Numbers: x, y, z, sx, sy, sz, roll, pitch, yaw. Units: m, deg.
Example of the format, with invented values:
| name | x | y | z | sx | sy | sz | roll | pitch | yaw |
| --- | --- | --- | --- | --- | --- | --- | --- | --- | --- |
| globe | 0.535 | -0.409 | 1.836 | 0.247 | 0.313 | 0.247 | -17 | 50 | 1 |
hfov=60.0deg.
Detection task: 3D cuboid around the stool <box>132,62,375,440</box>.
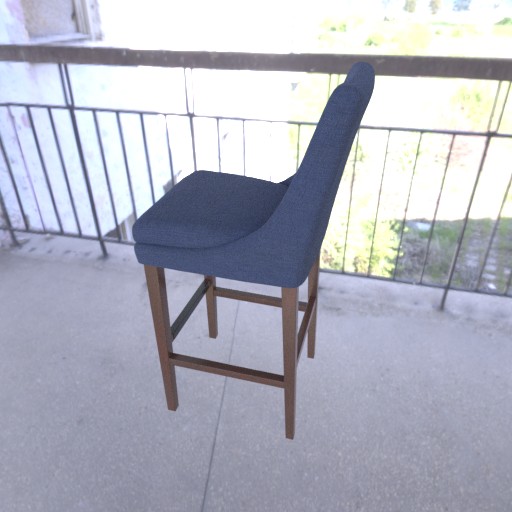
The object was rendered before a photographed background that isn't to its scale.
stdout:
| name | x | y | z | sx | sy | sz | roll | pitch | yaw |
| --- | --- | --- | --- | --- | --- | --- | --- | --- | --- |
| stool | 0.000 | 0.000 | 1.365 | 0.577 | 1.078 | 0.470 | 8 | 31 | 14 |
